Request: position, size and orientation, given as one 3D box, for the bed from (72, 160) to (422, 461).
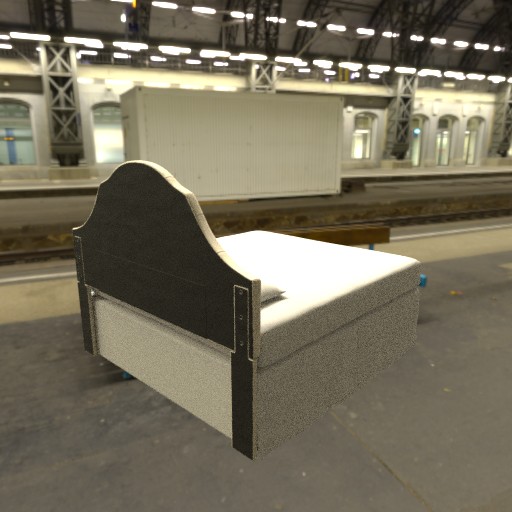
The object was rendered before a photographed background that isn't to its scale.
[{"bbox_3d":[0.000,0.000,3.557,2.012,1.555,2.086,13,19,42],"label":"bed"}]
